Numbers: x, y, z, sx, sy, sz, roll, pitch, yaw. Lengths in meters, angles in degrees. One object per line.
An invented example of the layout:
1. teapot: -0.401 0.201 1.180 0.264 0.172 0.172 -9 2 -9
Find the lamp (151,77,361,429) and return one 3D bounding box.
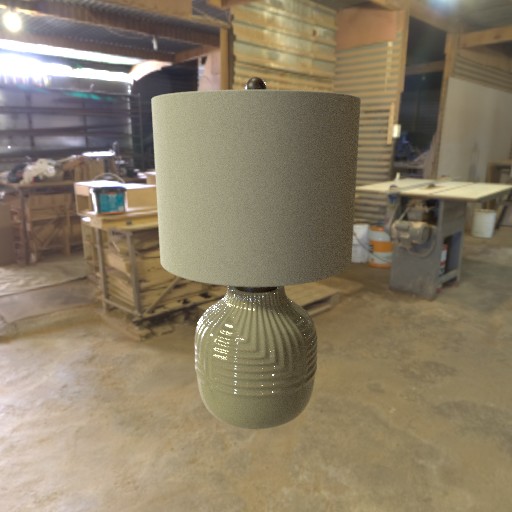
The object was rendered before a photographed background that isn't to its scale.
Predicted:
1. lamp: 0.000 0.000 0.752 0.318 0.567 0.318 0 15 0
